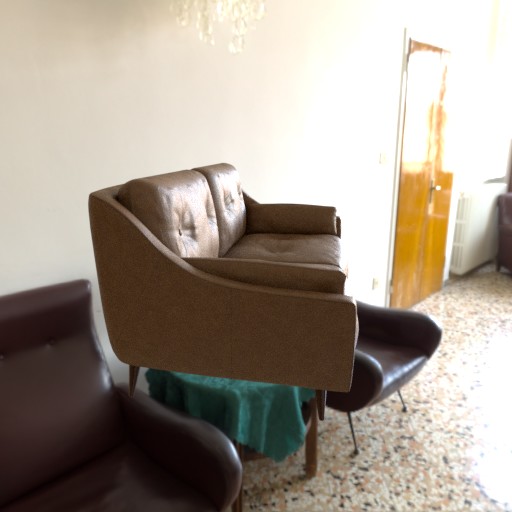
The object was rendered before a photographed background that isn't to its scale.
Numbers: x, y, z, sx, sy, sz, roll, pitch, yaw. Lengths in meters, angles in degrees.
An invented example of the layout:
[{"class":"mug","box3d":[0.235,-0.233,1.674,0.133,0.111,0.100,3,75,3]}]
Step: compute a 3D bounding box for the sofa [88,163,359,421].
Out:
[{"class":"sofa","box3d":[0.000,0.000,2.297,0.981,0.886,1.731,2,14,9]}]
